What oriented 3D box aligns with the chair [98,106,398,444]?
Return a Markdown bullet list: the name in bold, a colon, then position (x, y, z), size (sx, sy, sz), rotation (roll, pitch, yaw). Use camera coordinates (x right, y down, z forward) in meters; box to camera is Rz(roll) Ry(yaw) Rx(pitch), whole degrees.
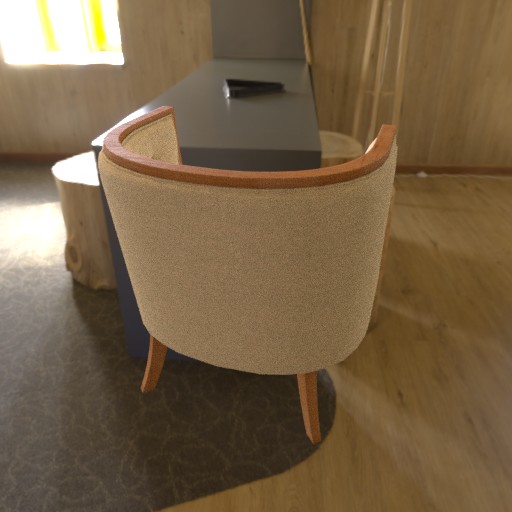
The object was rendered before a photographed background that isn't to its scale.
- **chair**: position (0.000, 0.000, 1.334), size (0.711, 0.775, 0.757), rotation (10, 32, 17)
